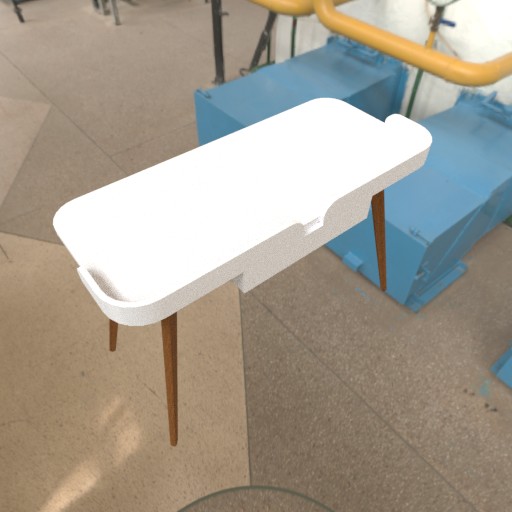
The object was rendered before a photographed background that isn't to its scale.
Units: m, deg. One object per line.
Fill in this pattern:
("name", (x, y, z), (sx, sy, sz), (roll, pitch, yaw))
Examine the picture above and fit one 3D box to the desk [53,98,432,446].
("desk", (0.000, 0.000, 1.668), (1.206, 0.807, 0.534), (-30, 54, -25))
